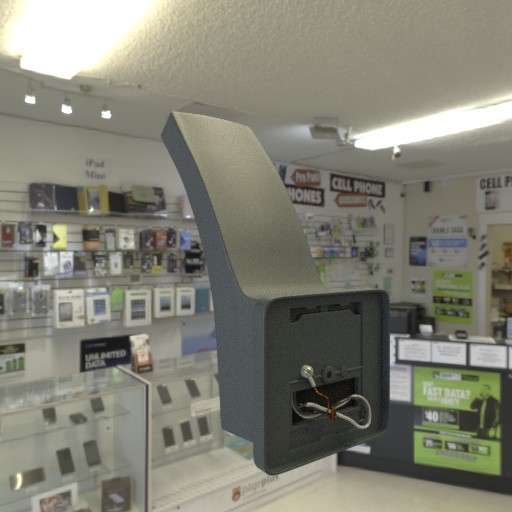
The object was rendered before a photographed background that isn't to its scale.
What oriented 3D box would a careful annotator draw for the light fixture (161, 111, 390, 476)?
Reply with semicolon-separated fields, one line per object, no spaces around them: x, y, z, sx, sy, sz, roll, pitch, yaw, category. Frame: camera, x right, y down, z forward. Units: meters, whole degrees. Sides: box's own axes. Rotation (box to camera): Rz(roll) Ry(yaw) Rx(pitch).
0.000;0.000;0.339;0.108;0.243;0.174;0;1;-36;light fixture
